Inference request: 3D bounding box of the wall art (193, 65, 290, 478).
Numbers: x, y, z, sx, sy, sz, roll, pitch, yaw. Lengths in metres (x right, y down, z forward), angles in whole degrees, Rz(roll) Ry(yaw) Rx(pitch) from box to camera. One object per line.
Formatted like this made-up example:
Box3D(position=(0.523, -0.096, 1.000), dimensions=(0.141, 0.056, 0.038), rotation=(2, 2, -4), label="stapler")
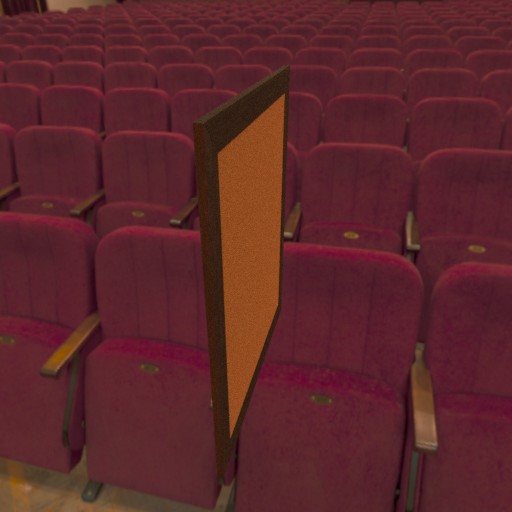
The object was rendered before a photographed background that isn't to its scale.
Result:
Box3D(position=(0.000, 0.000, 0.784), dimensions=(0.013, 0.570, 0.476), rotation=(7, 31, 12), label="wall art")
